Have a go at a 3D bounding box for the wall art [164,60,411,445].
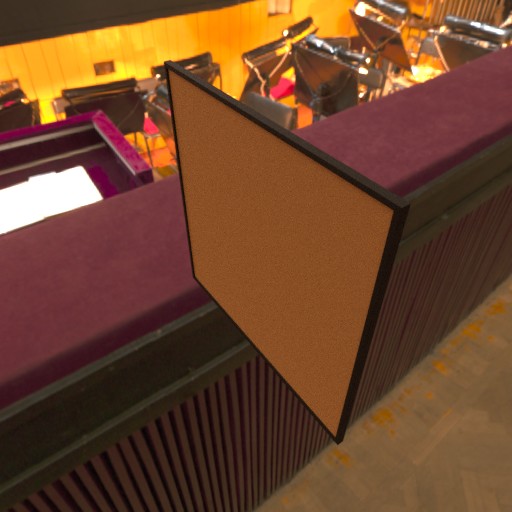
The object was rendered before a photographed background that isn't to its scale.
[{"bbox_3d":[0.000,0.000,0.683,0.013,0.457,0.458,-26,48,-26],"label":"wall art"}]
